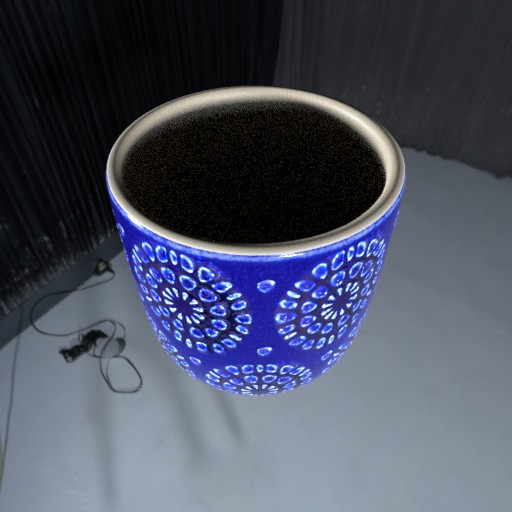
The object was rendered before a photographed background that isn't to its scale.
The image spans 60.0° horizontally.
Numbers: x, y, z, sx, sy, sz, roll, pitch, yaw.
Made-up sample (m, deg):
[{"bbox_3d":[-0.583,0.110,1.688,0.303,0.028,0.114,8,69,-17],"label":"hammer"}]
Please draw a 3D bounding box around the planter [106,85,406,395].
[{"bbox_3d":[0.000,0.000,0.202,0.109,0.112,0.109,0,46,0],"label":"planter"}]
